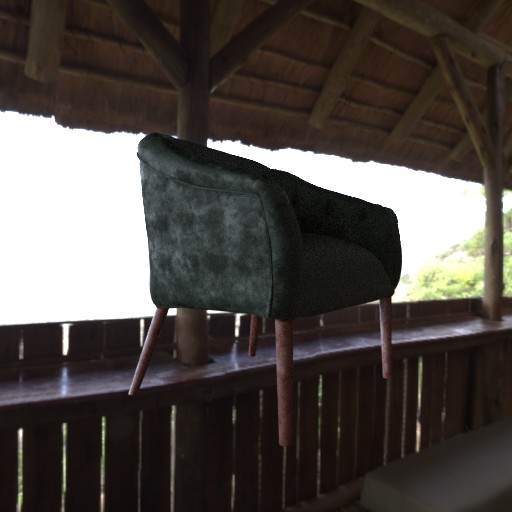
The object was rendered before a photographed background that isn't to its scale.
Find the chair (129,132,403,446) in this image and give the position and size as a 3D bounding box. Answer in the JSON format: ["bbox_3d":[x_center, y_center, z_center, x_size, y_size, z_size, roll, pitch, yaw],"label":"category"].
[{"bbox_3d":[0.000,0.000,1.529,0.776,0.885,0.851,0,1,36],"label":"chair"}]
